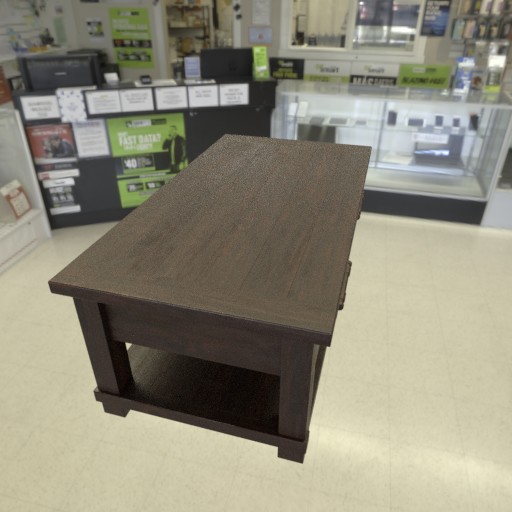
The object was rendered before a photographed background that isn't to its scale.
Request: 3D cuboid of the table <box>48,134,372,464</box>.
[{"bbox_3d":[0.000,0.000,1.625,0.700,0.494,1.270,9,33,14],"label":"table"}]
